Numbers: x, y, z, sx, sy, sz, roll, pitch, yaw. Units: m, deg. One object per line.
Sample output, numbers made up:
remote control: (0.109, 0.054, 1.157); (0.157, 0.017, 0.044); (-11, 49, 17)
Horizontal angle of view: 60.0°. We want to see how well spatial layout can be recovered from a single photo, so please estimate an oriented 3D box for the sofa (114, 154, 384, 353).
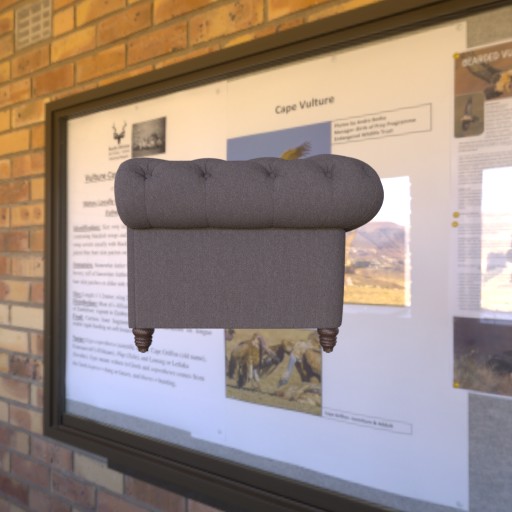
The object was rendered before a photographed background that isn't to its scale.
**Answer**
sofa: (0.000, 0.000, 2.498); (0.986, 0.764, 1.998); (0, -1, 0)
